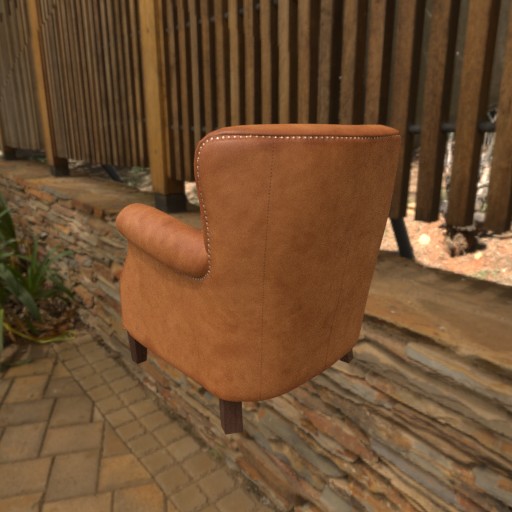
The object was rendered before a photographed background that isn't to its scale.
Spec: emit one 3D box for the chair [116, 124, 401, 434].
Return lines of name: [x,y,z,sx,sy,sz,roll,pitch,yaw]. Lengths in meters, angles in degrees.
chair: [0.000,0.000,1.654,0.861,0.936,0.921,-15,22,-42]
